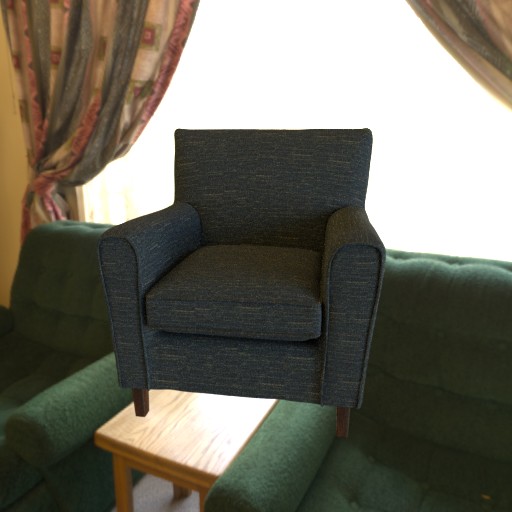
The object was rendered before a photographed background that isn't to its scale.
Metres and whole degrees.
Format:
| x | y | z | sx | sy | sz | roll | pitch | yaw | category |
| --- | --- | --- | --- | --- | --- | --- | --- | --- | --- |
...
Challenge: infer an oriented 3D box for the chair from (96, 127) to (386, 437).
| x | y | z | sx | sy | sz | roll | pitch | yaw | category |
| --- | --- | --- | --- | --- | --- | --- | --- | --- | --- |
| 0.000 | 0.000 | 1.637 | 0.864 | 0.928 | 0.873 | 2 | 15 | 9 | chair |
